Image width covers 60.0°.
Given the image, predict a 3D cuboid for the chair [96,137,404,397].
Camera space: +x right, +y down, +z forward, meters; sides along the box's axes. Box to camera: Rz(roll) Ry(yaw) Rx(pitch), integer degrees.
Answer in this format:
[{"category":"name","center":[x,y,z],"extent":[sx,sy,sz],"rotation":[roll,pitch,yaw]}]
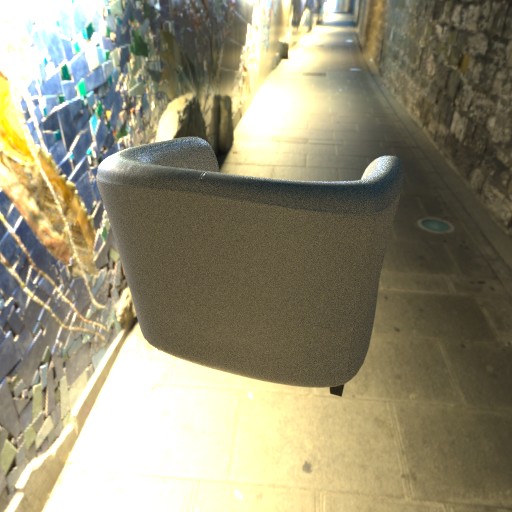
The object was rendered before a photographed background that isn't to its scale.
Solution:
[{"category":"chair","center":[0.000,0.000,1.383],"extent":[0.792,0.756,0.727],"rotation":[10,31,16]}]
